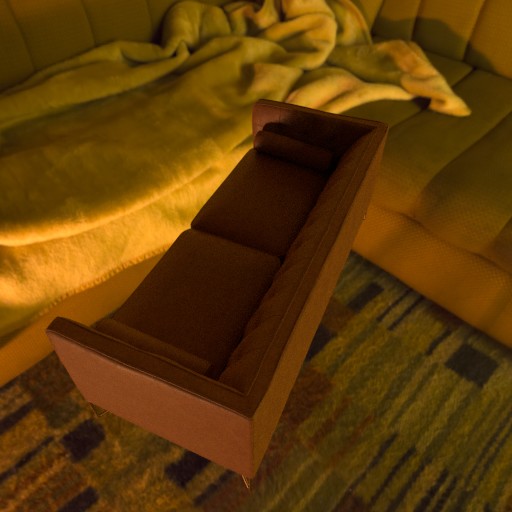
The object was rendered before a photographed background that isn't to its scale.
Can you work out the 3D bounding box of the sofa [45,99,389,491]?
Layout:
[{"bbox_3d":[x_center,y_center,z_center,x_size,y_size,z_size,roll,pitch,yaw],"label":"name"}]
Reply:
[{"bbox_3d":[0.000,0.000,2.498,0.912,0.798,2.079,18,49,16],"label":"sofa"}]
